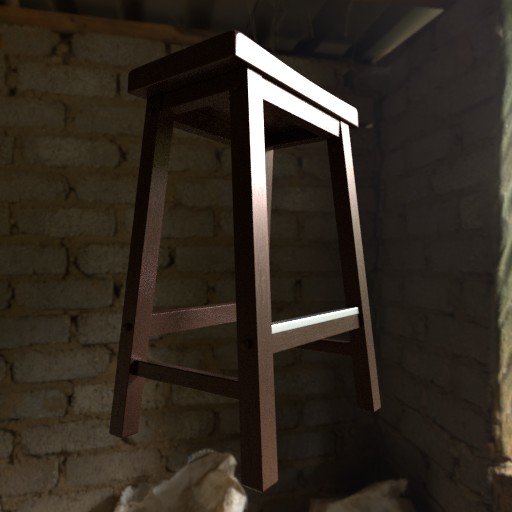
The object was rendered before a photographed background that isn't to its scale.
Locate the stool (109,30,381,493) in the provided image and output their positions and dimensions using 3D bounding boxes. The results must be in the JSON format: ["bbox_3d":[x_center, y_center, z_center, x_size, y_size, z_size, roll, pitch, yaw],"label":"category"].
[{"bbox_3d":[0.000,0.000,0.824,0.322,0.610,0.406,0,-1,37],"label":"stool"}]
